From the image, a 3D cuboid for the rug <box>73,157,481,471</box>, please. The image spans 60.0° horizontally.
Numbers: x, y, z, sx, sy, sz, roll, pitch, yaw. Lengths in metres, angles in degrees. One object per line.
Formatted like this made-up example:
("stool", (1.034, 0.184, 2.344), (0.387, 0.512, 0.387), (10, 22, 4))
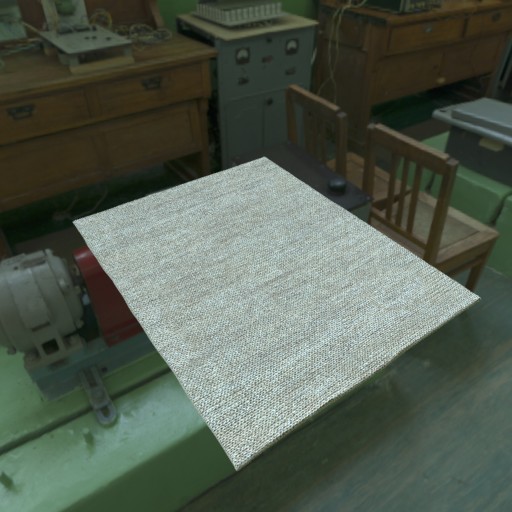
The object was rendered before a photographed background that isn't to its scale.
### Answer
("rug", (0.000, 0.000, 4.078), (2.429, 0.030, 3.052), (-24, 46, -26))
